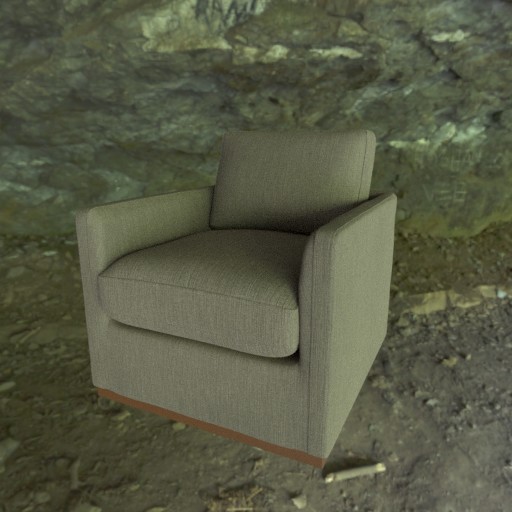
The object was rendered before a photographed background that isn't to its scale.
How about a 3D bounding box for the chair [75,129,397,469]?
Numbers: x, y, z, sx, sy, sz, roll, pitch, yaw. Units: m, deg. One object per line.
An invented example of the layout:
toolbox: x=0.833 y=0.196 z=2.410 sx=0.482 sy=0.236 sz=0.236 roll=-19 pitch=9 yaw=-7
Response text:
chair: x=0.000 y=0.000 z=1.461 sx=0.763 sy=0.811 sz=0.834 roll=7 pitch=17 yaw=25
